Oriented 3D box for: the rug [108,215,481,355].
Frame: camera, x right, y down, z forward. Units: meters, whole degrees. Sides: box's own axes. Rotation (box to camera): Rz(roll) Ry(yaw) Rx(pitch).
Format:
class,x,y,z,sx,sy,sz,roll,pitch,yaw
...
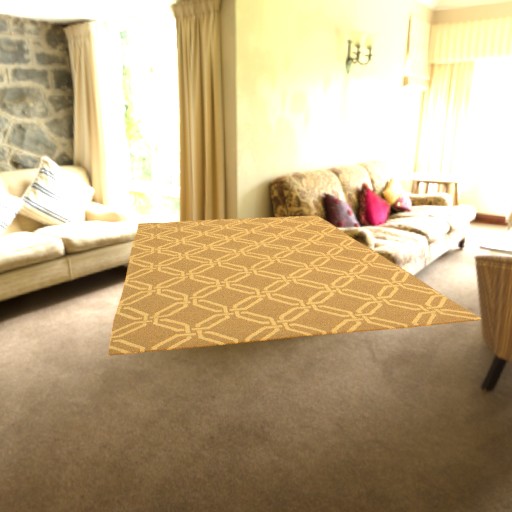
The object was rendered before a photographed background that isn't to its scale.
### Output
class,x,y,z,sx,sy,sz,roll,pitch,yaw
rug,0.000,0.000,2.716,1.524,0.013,2.135,-3,18,-11
